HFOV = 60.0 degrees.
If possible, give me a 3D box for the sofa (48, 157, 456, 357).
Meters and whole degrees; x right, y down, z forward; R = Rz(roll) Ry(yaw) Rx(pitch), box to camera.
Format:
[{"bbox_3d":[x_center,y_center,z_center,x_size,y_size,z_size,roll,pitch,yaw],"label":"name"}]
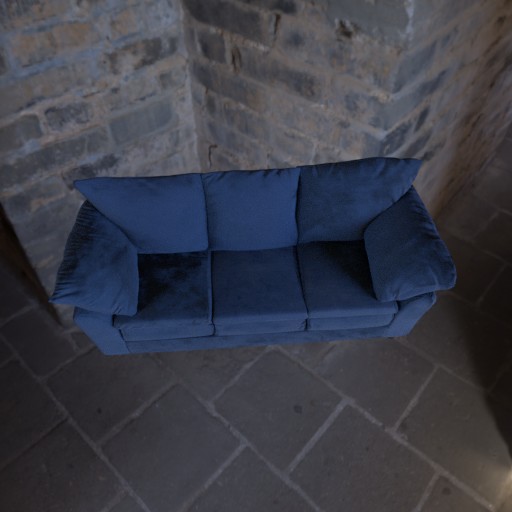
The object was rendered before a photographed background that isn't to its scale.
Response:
[{"bbox_3d":[0.000,0.000,2.949,2.390,1.091,0.907,-3,46,-3],"label":"sofa"}]
